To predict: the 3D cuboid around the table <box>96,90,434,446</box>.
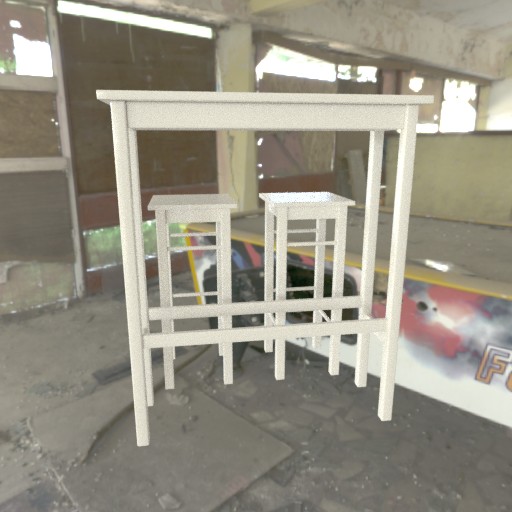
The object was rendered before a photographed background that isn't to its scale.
[{"bbox_3d":[0.000,0.000,1.624,0.915,1.065,0.650,-2,15,-9],"label":"table"}]
